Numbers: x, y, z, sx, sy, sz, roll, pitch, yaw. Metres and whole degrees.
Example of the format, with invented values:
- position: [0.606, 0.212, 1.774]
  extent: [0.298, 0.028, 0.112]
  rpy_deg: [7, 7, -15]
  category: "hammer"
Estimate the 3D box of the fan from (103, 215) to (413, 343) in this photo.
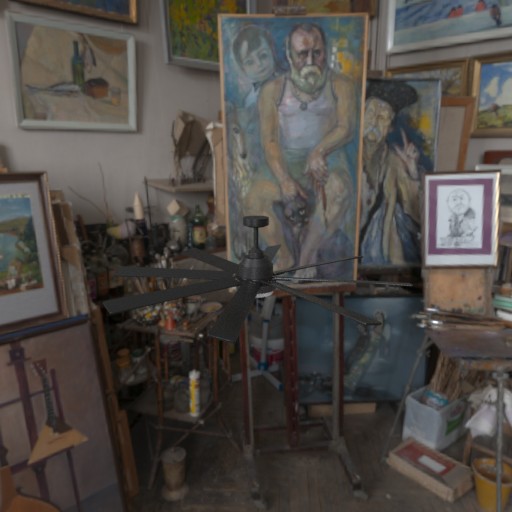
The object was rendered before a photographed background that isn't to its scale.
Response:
- position: [0.000, 0.000, 2.690]
  extent: [1.830, 0.472, 1.830]
  rpy_deg: [2, 14, 9]
  category: "fan"
